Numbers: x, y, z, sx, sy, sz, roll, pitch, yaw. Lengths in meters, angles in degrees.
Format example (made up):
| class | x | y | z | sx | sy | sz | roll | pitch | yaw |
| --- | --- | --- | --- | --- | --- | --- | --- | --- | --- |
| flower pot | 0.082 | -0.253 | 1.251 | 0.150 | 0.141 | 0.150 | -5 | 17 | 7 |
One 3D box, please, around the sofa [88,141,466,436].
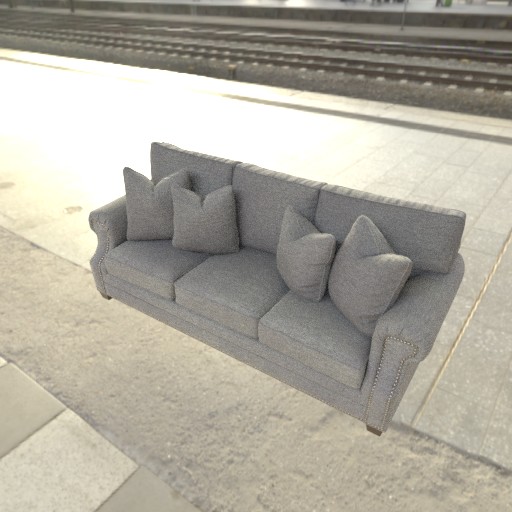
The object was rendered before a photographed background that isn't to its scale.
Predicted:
| class | x | y | z | sx | sy | sz | roll | pitch | yaw |
| --- | --- | --- | --- | --- | --- | --- | --- | --- | --- |
| sofa | 0.000 | 0.000 | 2.792 | 2.312 | 0.975 | 0.965 | 19 | 37 | 28 |
